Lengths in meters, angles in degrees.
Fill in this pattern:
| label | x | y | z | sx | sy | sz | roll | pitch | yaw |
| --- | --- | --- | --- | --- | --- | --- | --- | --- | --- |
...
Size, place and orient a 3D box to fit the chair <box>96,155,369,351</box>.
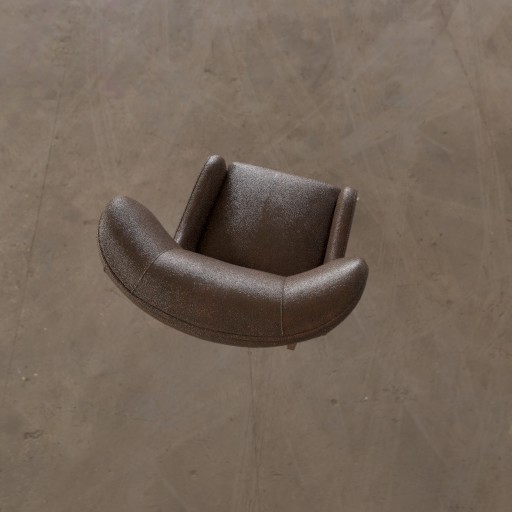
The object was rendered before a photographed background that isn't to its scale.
| label | x | y | z | sx | sy | sz | roll | pitch | yaw |
| --- | --- | --- | --- | --- | --- | --- | --- | --- | --- |
| chair | 0.000 | 0.000 | 1.640 | 0.692 | 1.048 | 0.914 | 15 | 64 | 7 |
